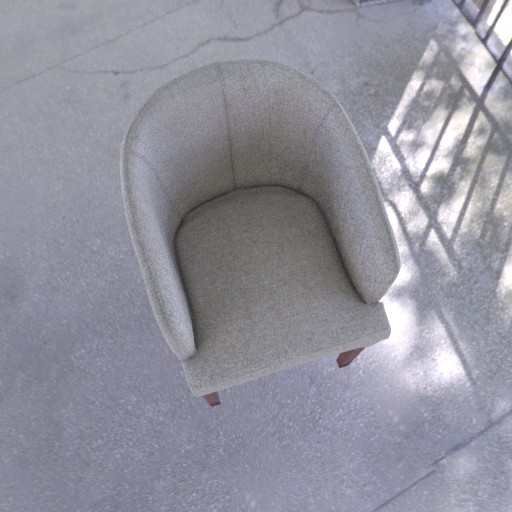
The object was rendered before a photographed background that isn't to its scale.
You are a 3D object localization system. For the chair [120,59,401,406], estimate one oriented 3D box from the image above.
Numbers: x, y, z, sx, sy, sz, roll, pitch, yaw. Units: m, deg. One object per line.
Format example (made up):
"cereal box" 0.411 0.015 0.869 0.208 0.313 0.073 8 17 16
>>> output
"chair" 0.000 0.000 1.251 0.583 0.811 0.655 -15 64 -7
